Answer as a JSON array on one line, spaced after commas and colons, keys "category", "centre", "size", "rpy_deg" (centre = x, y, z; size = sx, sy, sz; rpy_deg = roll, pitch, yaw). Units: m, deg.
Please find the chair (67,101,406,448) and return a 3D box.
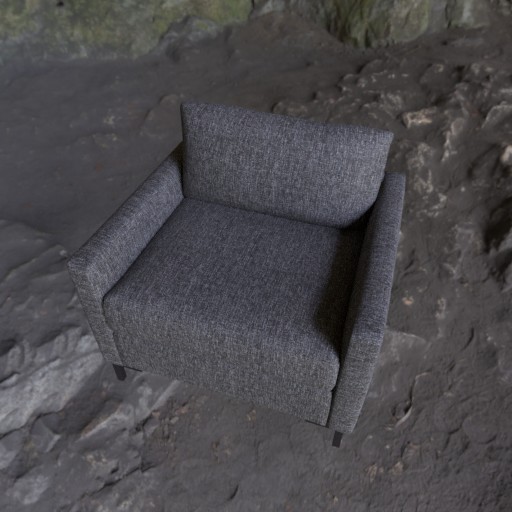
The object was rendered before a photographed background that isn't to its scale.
[{"category": "chair", "centre": [0.000, 0.000, 1.629], "size": [0.963, 0.861, 0.866], "rpy_deg": [12, 43, 13]}]
